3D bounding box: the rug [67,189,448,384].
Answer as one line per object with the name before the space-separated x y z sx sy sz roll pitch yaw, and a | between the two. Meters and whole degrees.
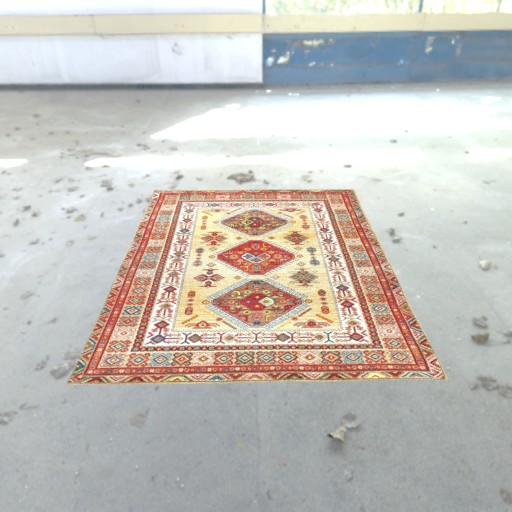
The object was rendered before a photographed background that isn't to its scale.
rug | 0.000 0.000 4.141 2.460 0.005 3.067 0 32 -1
